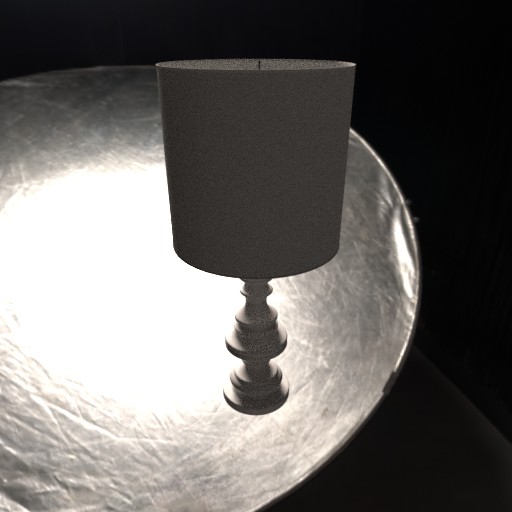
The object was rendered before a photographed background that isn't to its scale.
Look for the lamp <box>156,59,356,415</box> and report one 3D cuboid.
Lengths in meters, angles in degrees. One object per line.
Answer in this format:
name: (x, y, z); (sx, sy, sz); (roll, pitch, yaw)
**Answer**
lamp: (0.000, 0.000, 0.571); (0.208, 0.455, 0.208); (-8, 27, -16)
